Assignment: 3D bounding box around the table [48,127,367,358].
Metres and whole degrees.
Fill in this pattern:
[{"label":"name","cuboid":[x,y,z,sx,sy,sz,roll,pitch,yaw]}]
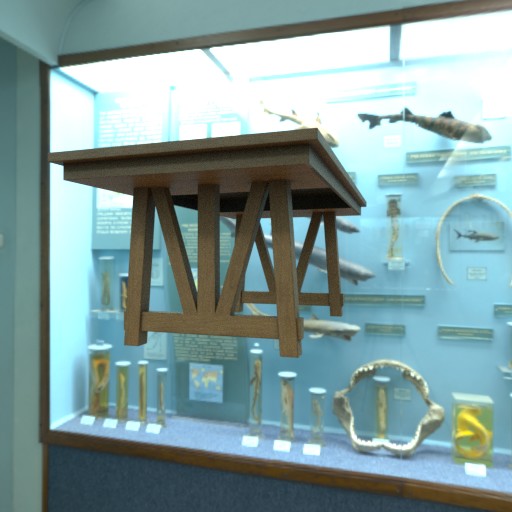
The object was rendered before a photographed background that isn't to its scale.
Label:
[{"label":"table","cuboid":[0.000,0.000,2.388,1.016,0.768,1.881,0,0,18]}]
